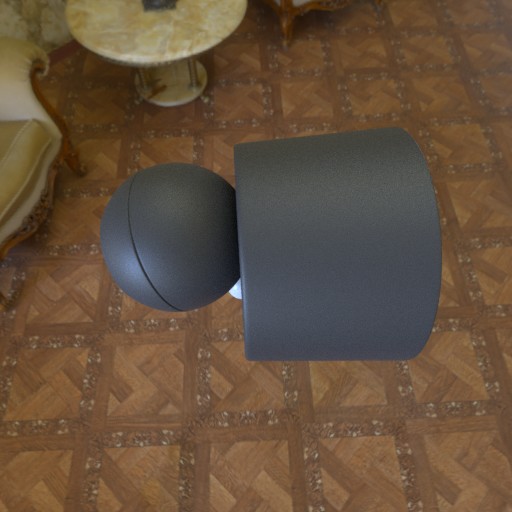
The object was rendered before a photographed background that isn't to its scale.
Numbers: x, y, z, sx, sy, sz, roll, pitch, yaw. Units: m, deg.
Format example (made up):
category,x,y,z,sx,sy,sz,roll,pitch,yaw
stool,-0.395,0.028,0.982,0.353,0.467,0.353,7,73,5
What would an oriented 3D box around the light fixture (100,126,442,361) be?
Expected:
category,x,y,z,sx,sy,sz,roll,pitch,yaw
light fixture,0.000,0.000,0.263,0.160,0.143,0.134,-3,58,-2
